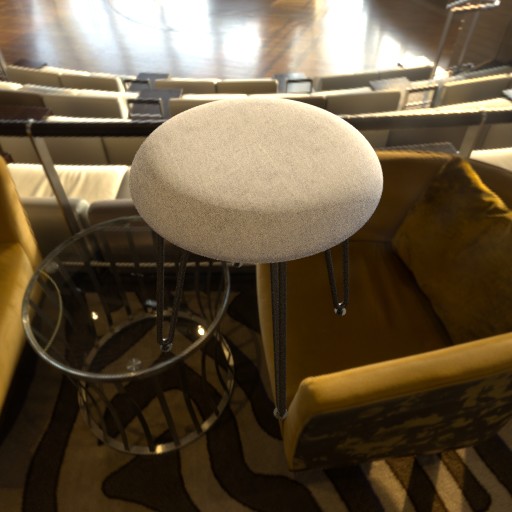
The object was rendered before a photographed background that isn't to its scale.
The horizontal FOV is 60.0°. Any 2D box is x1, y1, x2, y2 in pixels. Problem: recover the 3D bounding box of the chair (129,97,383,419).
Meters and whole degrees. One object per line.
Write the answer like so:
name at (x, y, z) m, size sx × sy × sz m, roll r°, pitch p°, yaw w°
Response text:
chair at (0.000, 0.000, 0.665) m, size 0.350 × 0.386 × 0.350 m, roll -10°, pitch 48°, yaw -9°
